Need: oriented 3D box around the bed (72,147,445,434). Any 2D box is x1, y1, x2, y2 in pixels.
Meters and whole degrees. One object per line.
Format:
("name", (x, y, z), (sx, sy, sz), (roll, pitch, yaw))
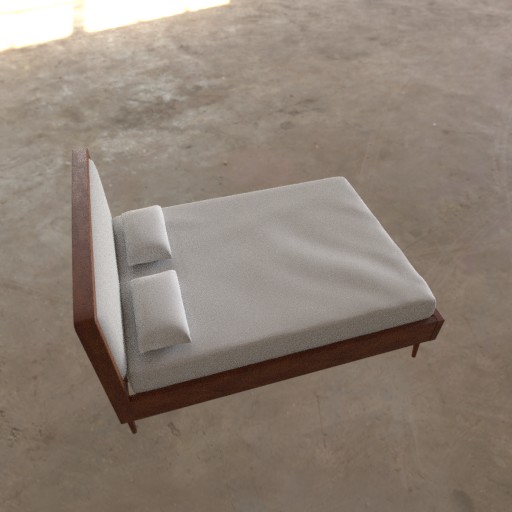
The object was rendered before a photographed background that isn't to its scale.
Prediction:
("bed", (0.000, 0.000, 3.199), (2.196, 1.275, 1.587), (-12, 46, -12))
